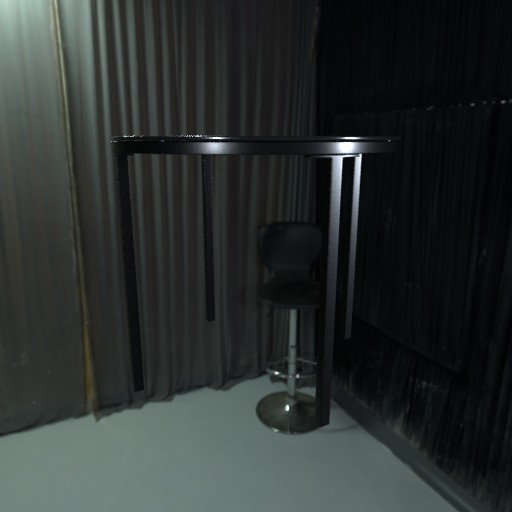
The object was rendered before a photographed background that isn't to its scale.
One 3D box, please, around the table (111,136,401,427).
[{"bbox_3d":[0.000,0.000,0.855,0.499,0.443,0.499,0,15,0],"label":"table"}]
